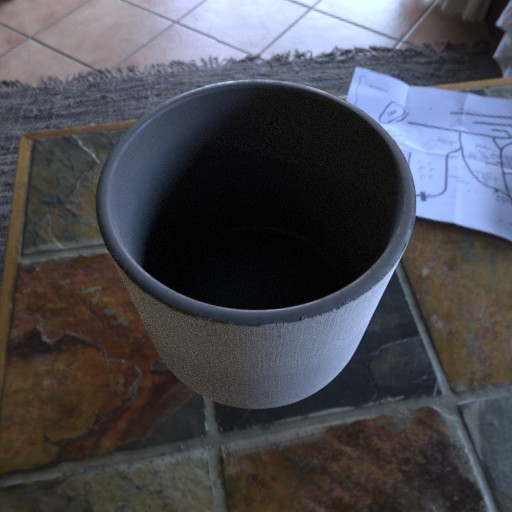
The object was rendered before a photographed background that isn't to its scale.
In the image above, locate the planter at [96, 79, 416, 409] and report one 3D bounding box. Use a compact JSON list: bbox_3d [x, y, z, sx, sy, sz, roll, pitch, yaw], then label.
[{"bbox_3d":[0.000,0.000,0.387,0.221,0.201,0.221,0,58,0],"label":"planter"}]
